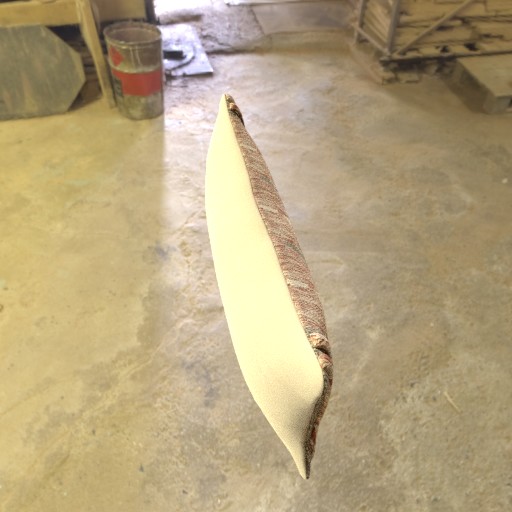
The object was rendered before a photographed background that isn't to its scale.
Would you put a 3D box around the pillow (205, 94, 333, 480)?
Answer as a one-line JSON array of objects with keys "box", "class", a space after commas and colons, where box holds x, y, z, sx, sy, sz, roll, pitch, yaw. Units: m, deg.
[{"box": [0.000, 0.000, 0.739, 0.139, 0.282, 0.635, -9, 47, -8], "class": "pillow"}]
